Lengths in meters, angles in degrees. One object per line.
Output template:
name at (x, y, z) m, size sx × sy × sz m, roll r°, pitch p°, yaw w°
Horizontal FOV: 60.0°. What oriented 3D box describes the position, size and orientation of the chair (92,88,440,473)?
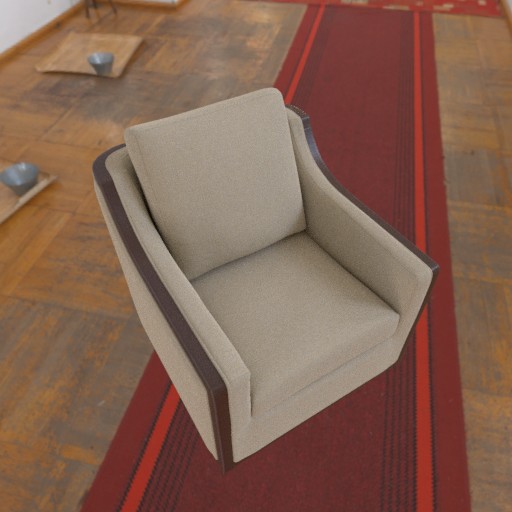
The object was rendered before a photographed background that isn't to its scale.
chair at (0.000, 0.000, 1.637) m, size 0.870 × 0.930 × 0.950 m, roll -24°, pitch 50°, yaw -21°
